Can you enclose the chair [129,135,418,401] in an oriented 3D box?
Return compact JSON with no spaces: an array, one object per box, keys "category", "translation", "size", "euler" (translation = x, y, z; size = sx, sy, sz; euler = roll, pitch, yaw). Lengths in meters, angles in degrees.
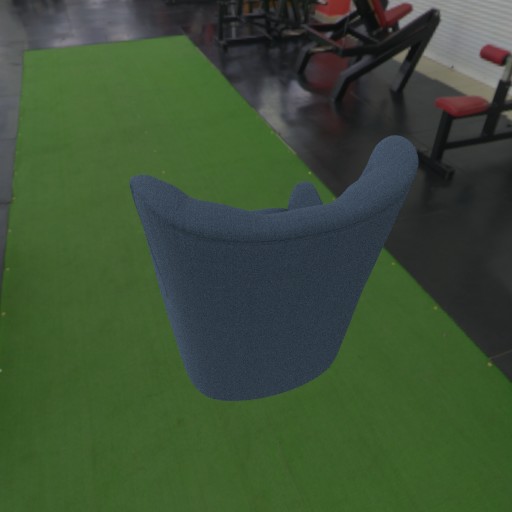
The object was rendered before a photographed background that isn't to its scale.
[{"category":"chair","translation":[0.000,0.000,1.741],"size":[0.831,1.079,0.930],"euler":[-12,41,-14]}]
